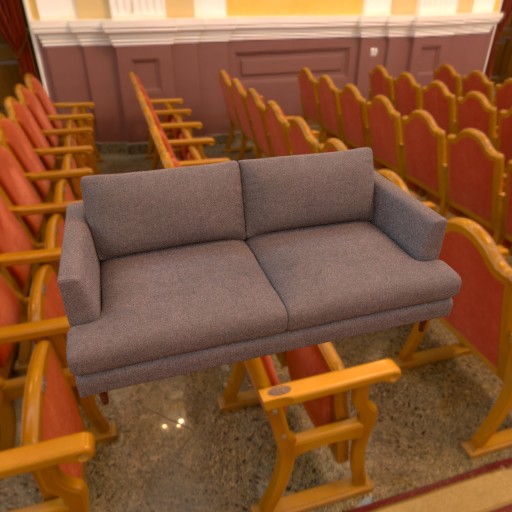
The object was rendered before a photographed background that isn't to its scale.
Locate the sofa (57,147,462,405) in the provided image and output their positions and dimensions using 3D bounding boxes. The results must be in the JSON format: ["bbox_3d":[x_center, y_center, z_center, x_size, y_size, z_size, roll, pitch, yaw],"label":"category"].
[{"bbox_3d":[0.000,0.000,2.452,1.948,0.868,1.020,-9,33,-15],"label":"sofa"}]
